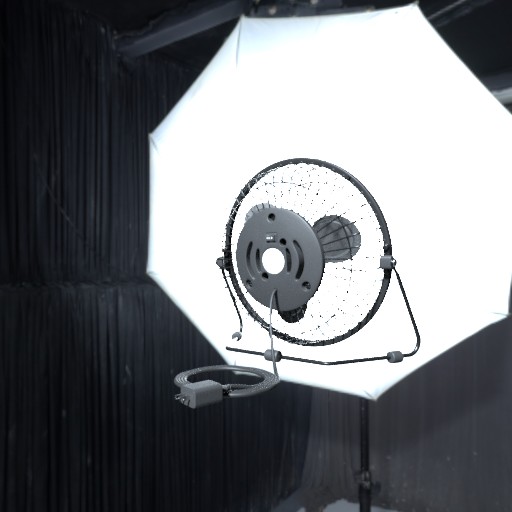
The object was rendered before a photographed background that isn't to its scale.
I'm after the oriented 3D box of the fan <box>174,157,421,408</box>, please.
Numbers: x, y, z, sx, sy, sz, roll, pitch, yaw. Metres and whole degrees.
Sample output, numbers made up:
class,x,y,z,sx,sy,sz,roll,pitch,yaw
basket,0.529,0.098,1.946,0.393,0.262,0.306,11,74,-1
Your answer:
class,x,y,z,sx,sy,sz,roll,pitch,yaw
fan,0.000,0.000,0.375,0.209,0.188,0.227,0,-1,36
